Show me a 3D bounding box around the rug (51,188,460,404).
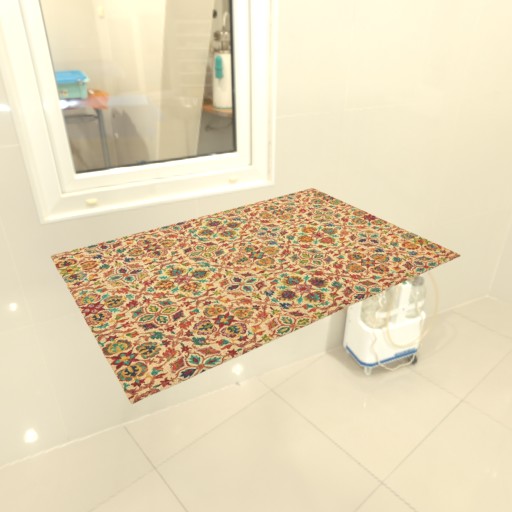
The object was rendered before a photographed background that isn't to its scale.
[{"bbox_3d":[0.000,0.000,2.382,1.838,0.013,1.226,-18,34,-29],"label":"rug"}]
